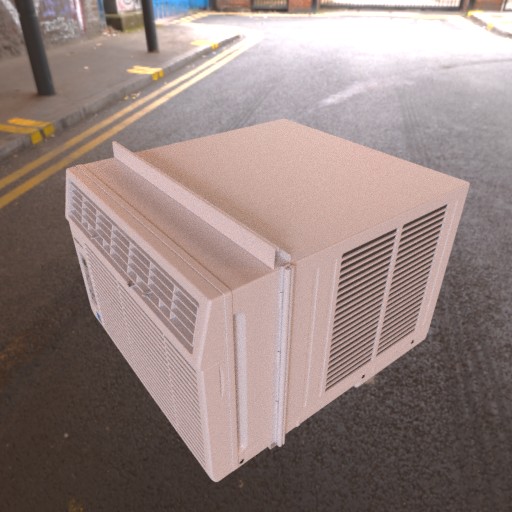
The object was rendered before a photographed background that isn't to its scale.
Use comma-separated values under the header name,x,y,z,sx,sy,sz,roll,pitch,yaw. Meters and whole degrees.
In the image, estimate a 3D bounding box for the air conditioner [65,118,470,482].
name,x,y,z,sx,sy,sz,roll,pitch,yaw
air conditioner,0.000,0.000,0.857,0.546,0.388,0.503,-23,39,-31
